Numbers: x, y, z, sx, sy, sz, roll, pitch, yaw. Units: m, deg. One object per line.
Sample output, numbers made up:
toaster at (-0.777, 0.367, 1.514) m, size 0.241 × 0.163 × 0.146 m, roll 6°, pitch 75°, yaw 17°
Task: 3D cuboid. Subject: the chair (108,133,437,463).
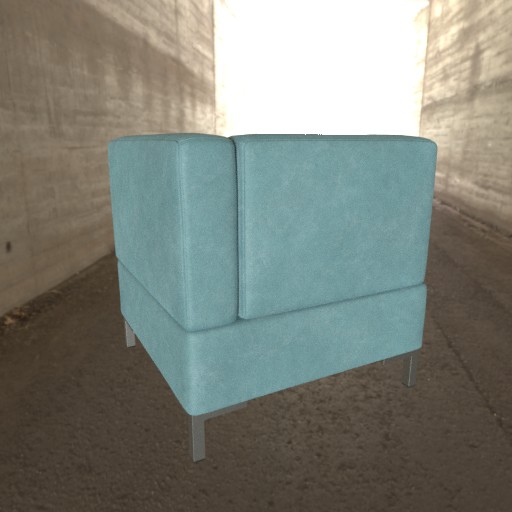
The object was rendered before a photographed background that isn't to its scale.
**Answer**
chair at (0.000, 0.000, 1.253) m, size 0.680 × 0.660 × 0.680 m, roll -8°, pitch 16°, yaw -27°
